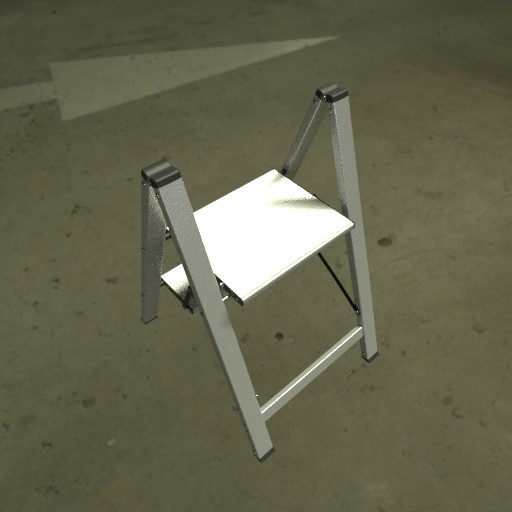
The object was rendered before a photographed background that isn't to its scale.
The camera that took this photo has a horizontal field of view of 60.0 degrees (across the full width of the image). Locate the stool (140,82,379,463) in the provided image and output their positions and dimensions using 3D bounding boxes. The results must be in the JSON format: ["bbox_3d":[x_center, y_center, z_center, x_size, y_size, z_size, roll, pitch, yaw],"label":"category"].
[{"bbox_3d":[0.000,0.000,1.010,0.440,0.670,0.535,-33,55,-26],"label":"stool"}]
